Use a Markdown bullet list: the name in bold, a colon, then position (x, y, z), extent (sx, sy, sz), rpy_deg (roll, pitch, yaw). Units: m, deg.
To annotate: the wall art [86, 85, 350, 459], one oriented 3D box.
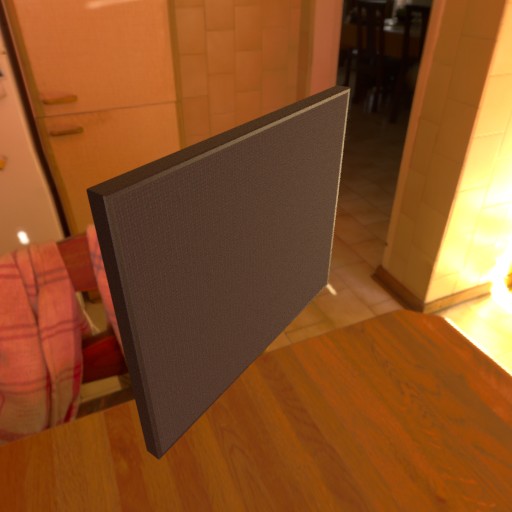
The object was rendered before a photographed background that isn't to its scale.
- **wall art**: position (0.000, 0.000, 0.764), extent (0.029, 0.458, 0.559), rpy_deg (22, 39, 29)
